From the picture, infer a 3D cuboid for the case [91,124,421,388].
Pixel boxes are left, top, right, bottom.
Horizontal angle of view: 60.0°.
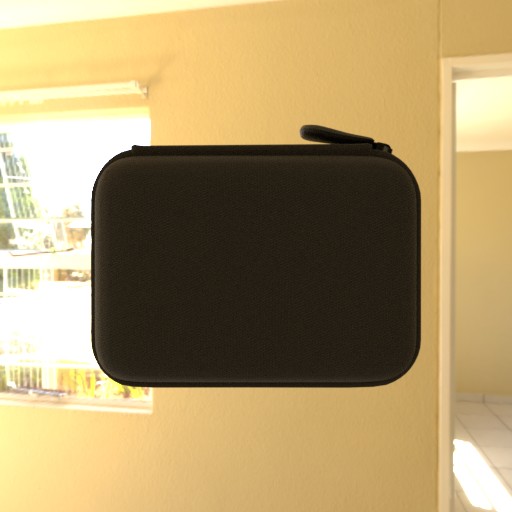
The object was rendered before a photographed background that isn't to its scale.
[{"bbox_3d":[0.000,0.000,0.179,0.132,0.105,0.038,0,0,0],"label":"case"}]
